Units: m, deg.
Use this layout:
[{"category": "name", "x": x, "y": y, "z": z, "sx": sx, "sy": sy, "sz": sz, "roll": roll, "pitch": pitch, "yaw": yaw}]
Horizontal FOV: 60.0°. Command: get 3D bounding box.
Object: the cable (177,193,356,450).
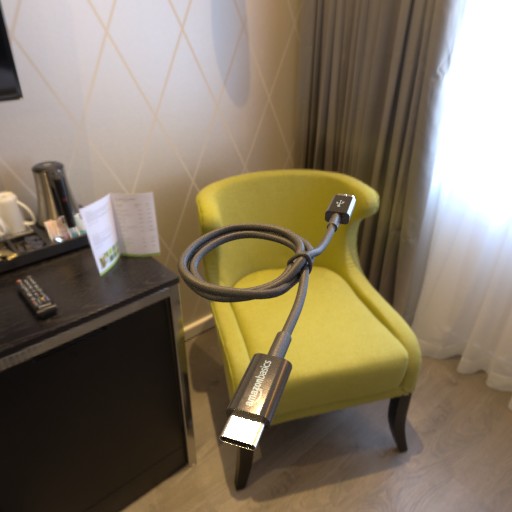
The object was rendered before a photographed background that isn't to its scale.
[{"category": "cable", "x": 0.000, "y": 0.000, "z": 0.209, "sx": 0.070, "sy": 0.014, "sz": 0.192, "roll": 10, "pitch": 31, "yaw": 16}]
